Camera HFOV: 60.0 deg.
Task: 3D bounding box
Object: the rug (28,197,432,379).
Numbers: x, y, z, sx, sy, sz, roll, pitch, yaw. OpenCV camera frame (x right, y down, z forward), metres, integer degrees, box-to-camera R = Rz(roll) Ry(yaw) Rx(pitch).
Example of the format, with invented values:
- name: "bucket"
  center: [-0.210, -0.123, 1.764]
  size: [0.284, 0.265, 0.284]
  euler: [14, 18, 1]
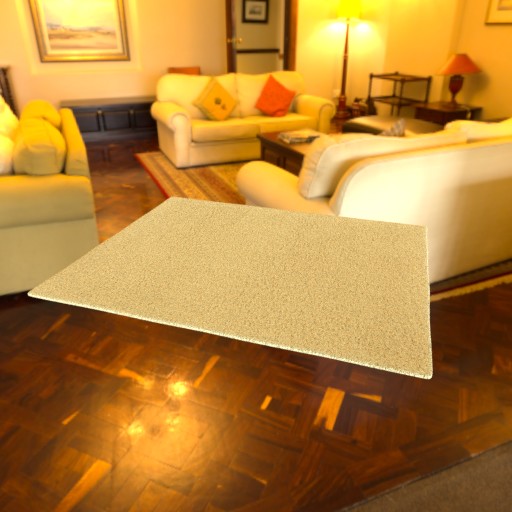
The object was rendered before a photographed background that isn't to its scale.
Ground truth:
- name: "rug"
  center: [0.000, 0.000, 4.128]
  size: [3.047, 0.029, 2.438]
  euler: [9, 28, 16]
